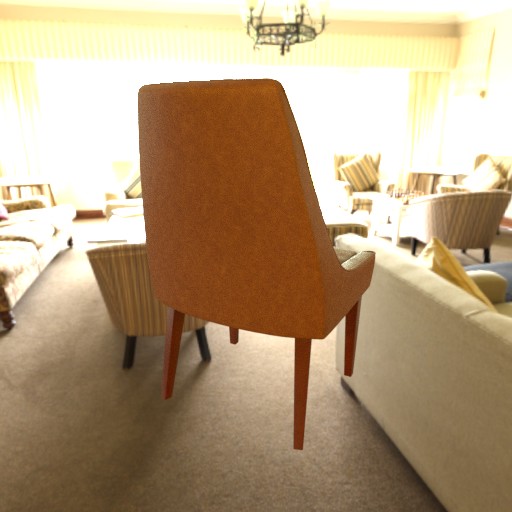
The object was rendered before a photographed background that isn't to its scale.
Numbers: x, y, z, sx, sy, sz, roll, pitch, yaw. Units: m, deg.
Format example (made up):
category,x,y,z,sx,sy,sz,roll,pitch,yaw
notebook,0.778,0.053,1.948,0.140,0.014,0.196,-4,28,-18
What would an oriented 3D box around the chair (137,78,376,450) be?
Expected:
category,x,y,z,sx,sy,sz,roll,pitch,yaw
chair,0.000,0.000,1.211,0.529,0.861,0.544,9,19,28
